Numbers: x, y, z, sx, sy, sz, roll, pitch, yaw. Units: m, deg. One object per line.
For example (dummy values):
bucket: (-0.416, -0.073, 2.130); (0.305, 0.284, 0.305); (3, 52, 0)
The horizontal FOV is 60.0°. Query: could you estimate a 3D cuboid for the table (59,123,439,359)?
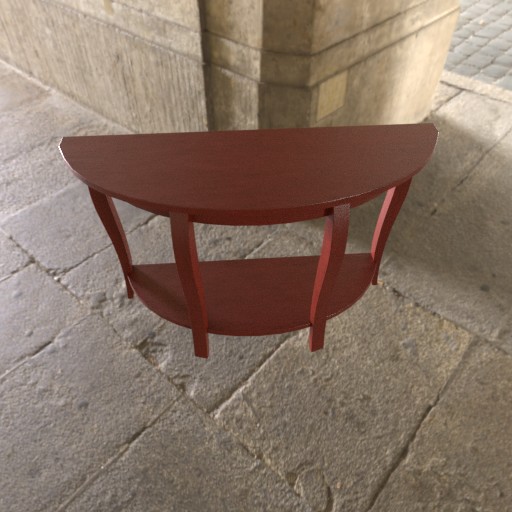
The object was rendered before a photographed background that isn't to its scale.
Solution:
table: (0.000, 0.000, 1.597); (1.219, 0.779, 0.405); (-3, 46, -3)
